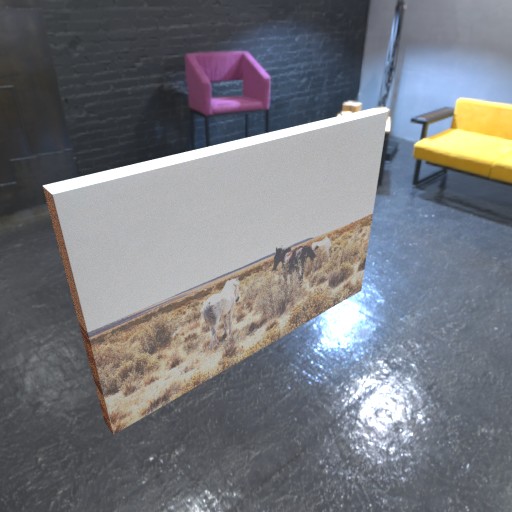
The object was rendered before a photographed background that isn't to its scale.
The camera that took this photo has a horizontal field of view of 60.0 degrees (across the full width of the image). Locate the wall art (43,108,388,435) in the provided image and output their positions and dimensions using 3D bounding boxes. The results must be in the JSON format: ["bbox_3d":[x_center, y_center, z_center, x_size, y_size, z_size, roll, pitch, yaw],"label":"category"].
[{"bbox_3d":[0.000,0.000,1.152,0.914,0.610,0.050,-23,38,-33],"label":"wall art"}]
